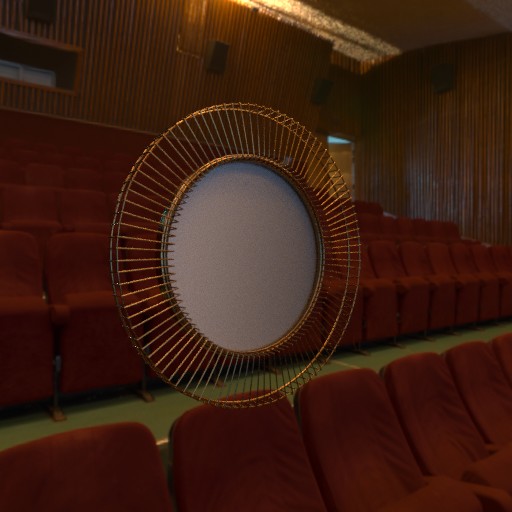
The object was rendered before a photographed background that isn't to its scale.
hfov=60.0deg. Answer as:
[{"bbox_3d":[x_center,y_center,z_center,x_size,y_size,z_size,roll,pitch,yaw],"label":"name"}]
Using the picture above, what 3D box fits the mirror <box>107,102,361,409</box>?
[{"bbox_3d":[0.000,0.000,1.059,0.703,0.703,0.067,0,-1,-38],"label":"mirror"}]
